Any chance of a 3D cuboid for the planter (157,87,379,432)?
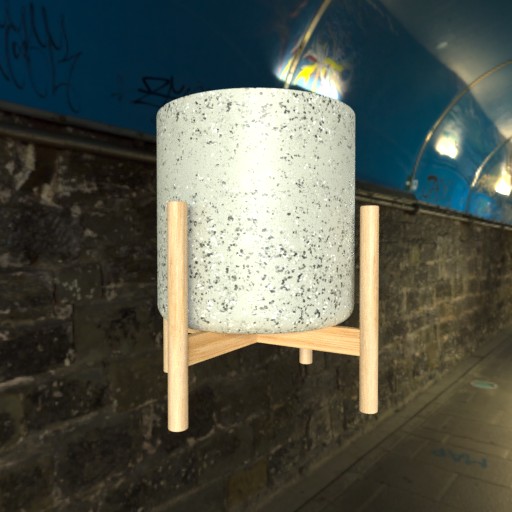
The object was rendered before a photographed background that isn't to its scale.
[{"bbox_3d":[0.000,0.000,0.698,0.360,0.419,0.360,-1,2,-35],"label":"planter"}]
